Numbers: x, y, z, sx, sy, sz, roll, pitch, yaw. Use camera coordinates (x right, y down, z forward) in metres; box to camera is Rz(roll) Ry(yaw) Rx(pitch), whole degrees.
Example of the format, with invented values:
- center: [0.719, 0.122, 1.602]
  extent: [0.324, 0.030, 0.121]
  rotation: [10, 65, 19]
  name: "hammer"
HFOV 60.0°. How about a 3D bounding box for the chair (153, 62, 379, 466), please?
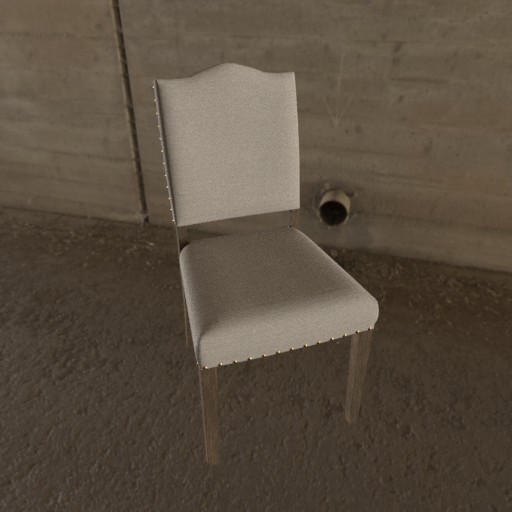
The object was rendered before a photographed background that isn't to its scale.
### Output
- center: [0.000, 0.000, 1.353]
  extent: [0.508, 1.020, 0.620]
  rotation: [-10, 33, -16]
  name: "chair"
